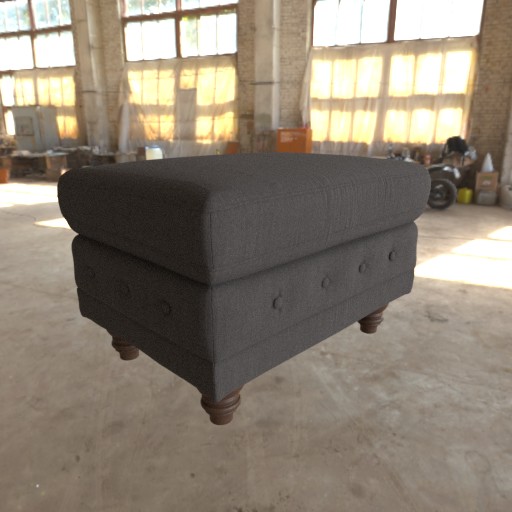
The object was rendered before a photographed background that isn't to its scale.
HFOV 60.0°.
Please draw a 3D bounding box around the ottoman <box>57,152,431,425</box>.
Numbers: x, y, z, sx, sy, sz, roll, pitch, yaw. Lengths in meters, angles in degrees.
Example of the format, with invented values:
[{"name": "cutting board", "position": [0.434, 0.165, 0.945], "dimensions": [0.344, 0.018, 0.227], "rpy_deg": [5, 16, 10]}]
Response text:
[{"name": "ottoman", "position": [0.000, 0.000, 1.134], "dimensions": [0.569, 0.500, 0.771], "rpy_deg": [16, 23, 42]}]
